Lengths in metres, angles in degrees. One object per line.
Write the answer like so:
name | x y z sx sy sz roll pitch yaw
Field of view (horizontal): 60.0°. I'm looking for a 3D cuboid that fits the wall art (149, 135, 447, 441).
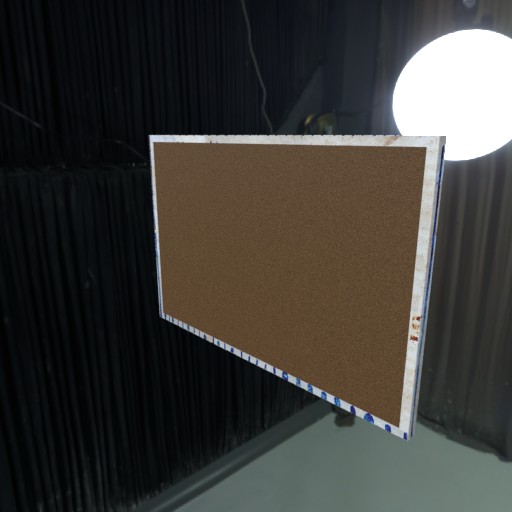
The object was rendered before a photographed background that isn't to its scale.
wall art | 0.000 0.000 1.158 0.030 0.609 0.919 -15 21 -43
